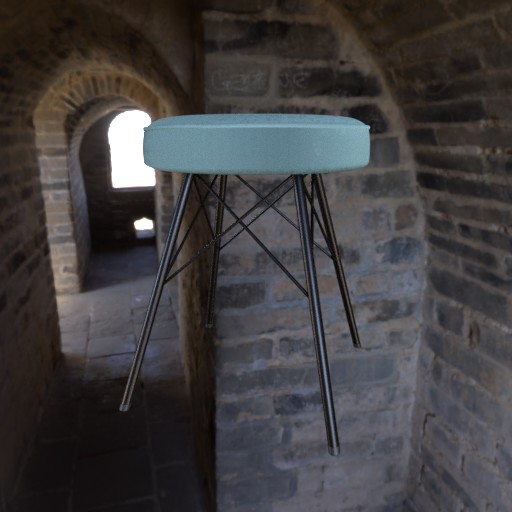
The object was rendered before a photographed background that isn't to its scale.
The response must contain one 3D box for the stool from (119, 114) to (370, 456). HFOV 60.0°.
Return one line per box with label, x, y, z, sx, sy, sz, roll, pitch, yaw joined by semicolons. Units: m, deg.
stool;0.000;0.000;0.873;0.457;0.519;0.458;7;17;25
